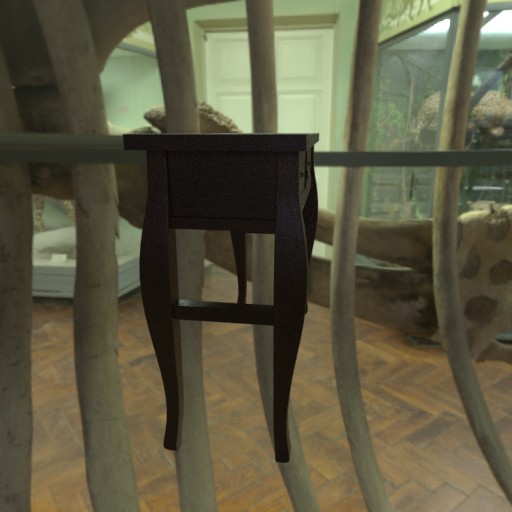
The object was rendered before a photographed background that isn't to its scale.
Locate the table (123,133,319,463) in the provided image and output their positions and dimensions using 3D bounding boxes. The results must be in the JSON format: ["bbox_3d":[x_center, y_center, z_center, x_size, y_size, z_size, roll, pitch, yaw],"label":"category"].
[{"bbox_3d":[0.000,0.000,1.441,0.373,0.768,1.062,2,16,9],"label":"table"}]
